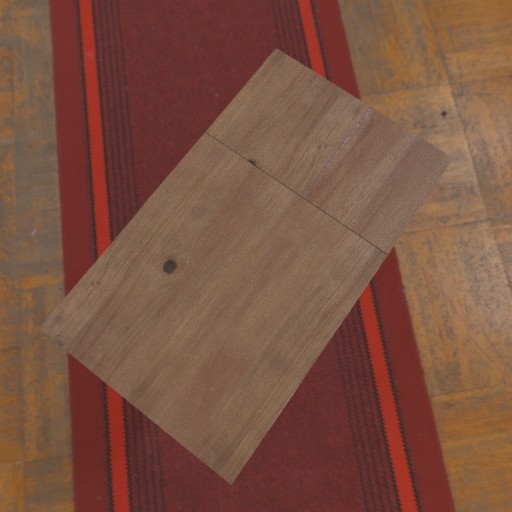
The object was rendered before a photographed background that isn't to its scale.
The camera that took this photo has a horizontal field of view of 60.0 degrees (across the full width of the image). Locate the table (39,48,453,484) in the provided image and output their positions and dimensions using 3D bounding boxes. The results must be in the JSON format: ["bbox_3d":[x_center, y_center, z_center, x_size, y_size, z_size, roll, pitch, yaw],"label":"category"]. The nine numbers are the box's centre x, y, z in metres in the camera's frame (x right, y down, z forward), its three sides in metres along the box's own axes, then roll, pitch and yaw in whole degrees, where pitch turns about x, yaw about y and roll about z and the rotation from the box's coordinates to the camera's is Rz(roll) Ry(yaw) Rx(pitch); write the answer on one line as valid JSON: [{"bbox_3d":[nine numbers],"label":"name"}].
[{"bbox_3d":[0.000,0.000,1.449,0.655,0.395,1.101,35,78,8],"label":"table"}]
